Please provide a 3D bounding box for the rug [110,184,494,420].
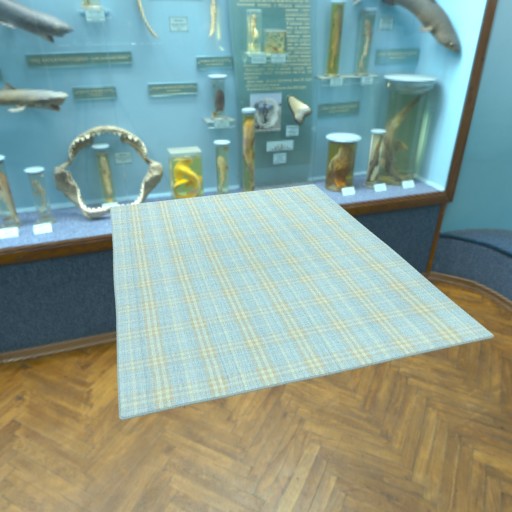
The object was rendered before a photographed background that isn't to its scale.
[{"bbox_3d":[0.000,0.000,3.964,2.462,0.030,3.066,-8,31,-15],"label":"rug"}]
